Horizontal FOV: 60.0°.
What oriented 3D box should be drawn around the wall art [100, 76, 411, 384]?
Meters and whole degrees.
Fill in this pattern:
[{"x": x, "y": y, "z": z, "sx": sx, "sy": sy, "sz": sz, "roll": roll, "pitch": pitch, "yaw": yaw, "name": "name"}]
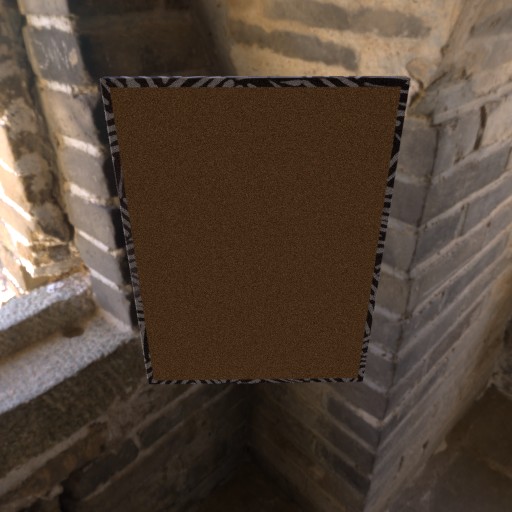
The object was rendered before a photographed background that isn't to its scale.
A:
[{"x": 0.000, "y": 0.000, "z": 1.348, "sx": 0.765, "sy": 1.017, "sz": 0.038, "roll": 0, "pitch": 29, "yaw": -1, "name": "wall art"}]
